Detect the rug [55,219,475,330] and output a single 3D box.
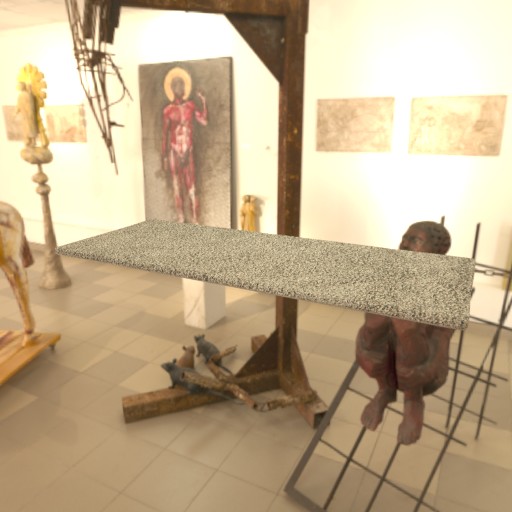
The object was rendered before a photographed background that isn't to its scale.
[{"bbox_3d":[0.000,0.000,1.719,1.524,0.030,0.609,9,19,26],"label":"rug"}]
